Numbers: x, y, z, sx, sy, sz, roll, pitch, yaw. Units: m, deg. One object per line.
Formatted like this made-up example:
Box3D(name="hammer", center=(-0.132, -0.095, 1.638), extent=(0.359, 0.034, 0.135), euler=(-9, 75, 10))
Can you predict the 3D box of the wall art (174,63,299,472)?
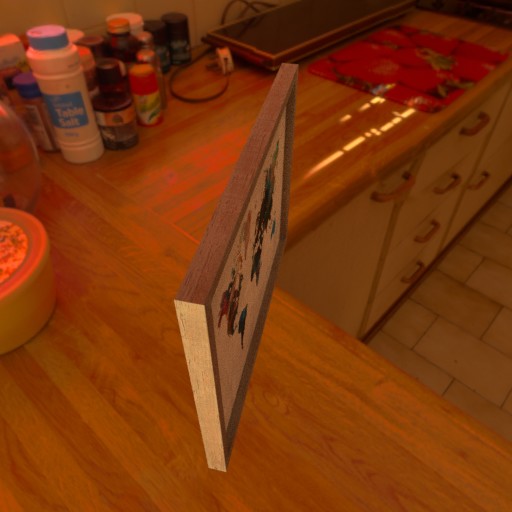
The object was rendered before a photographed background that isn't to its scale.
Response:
Box3D(name="wall art", center=(0.000, 0.000, 1.778), extent=(0.070, 1.009, 1.320), euler=(9, 46, 9))
